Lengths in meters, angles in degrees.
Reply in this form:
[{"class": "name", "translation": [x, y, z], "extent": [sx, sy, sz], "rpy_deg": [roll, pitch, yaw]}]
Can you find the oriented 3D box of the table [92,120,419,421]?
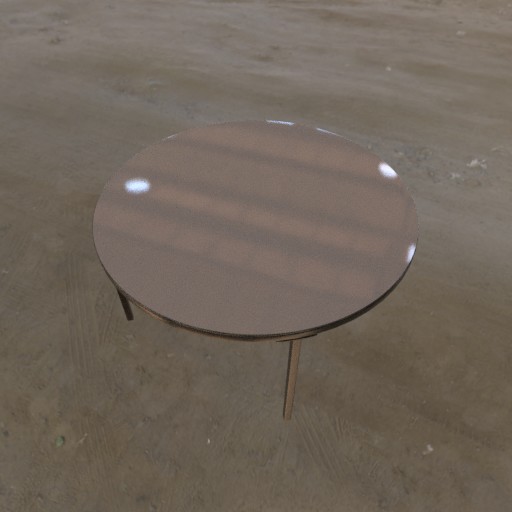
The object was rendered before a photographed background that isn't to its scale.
[{"class": "table", "translation": [0.000, 0.000, 1.261], "extent": [0.800, 0.400, 0.800], "rpy_deg": [0, 46, 0]}]
